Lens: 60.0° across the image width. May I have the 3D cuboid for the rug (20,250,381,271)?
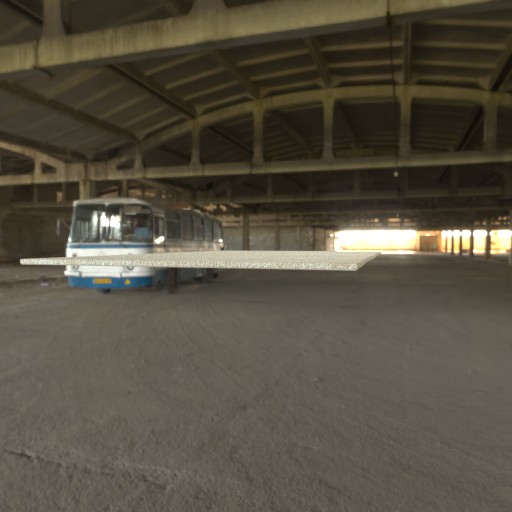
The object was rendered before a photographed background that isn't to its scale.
[{"bbox_3d":[0.000,0.000,2.900,1.500,0.025,2.346,1,2,18],"label":"rug"}]
